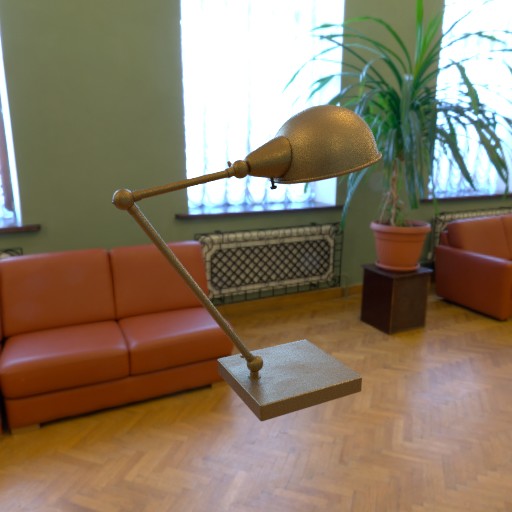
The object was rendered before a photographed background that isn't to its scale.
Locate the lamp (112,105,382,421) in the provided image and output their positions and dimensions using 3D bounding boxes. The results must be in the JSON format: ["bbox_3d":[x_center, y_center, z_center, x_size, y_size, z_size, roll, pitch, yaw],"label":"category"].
[{"bbox_3d":[0.000,0.000,0.559,0.339,0.371,0.149,-7,15,-26],"label":"lamp"}]
